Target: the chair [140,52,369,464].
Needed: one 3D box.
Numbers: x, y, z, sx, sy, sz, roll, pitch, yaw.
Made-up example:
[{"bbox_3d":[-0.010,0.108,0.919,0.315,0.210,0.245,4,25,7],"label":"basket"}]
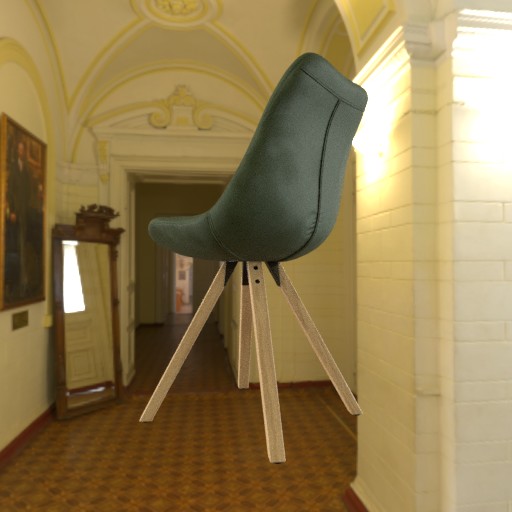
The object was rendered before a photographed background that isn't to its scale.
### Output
[{"bbox_3d":[0.000,0.000,1.199,0.547,0.865,0.483,-1,-2,38],"label":"chair"}]
